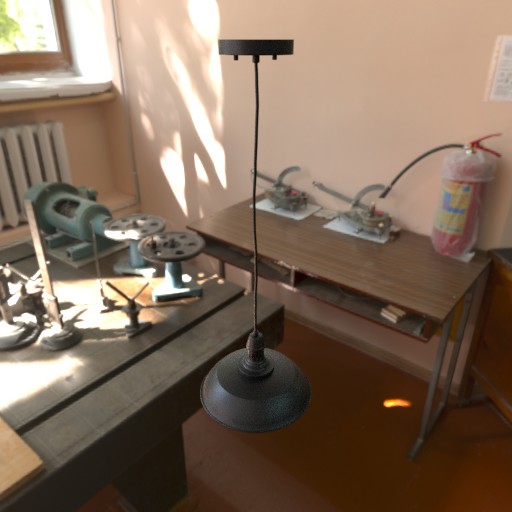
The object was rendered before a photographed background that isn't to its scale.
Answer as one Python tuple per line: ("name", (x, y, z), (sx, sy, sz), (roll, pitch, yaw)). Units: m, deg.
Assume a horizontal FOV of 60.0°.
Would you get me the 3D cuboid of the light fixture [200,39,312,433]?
("light fixture", (0.000, 0.000, 1.132), (0.331, 0.993, 0.331), (-7, 27, -15))
